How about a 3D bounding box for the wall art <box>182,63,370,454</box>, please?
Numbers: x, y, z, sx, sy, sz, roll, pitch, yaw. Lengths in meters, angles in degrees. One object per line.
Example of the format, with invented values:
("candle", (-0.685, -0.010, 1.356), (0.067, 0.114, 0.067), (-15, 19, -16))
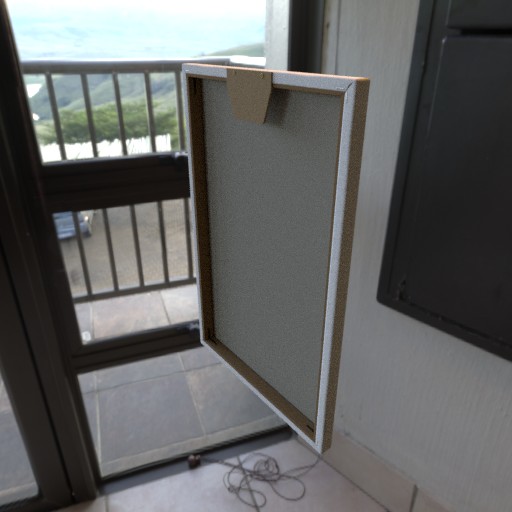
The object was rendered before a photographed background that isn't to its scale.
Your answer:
("wall art", (0.000, 0.000, 1.178), (0.048, 0.916, 0.602), (-19, 32, -33))
